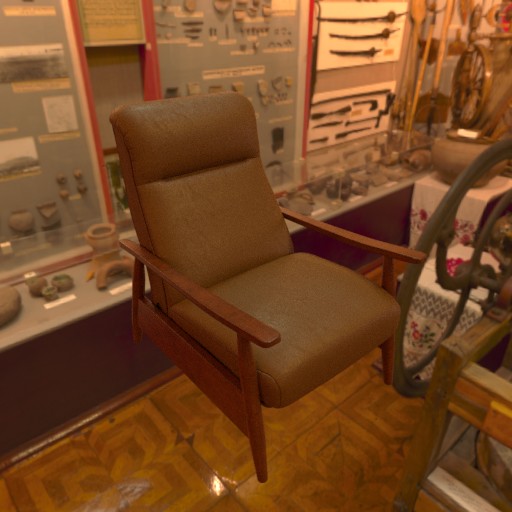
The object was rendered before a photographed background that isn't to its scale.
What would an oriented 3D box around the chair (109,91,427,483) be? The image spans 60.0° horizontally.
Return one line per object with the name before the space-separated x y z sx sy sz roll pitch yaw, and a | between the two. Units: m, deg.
chair | 0.000 0.000 1.749 0.762 1.082 1.014 -22 36 -34
